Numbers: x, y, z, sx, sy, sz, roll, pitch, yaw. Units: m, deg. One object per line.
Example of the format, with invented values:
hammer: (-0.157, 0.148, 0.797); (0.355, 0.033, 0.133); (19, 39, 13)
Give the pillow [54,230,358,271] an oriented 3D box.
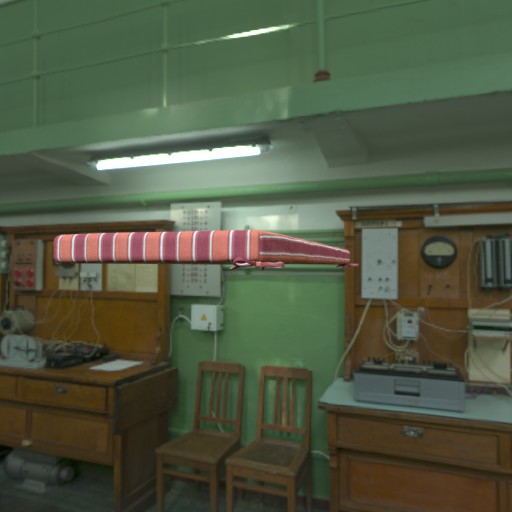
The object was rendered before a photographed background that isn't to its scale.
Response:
pillow: (0.000, 0.000, 1.363); (0.492, 0.081, 1.187); (0, -1, 19)
